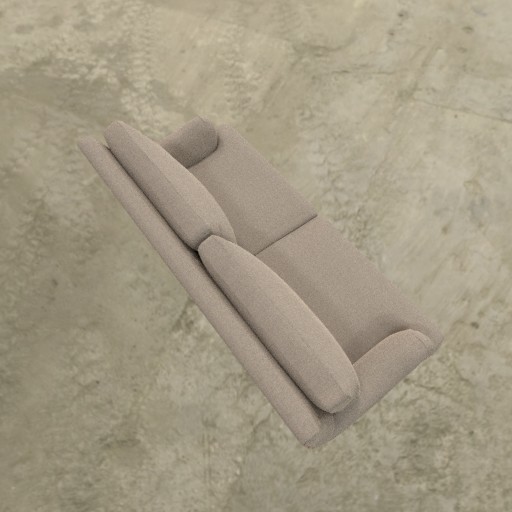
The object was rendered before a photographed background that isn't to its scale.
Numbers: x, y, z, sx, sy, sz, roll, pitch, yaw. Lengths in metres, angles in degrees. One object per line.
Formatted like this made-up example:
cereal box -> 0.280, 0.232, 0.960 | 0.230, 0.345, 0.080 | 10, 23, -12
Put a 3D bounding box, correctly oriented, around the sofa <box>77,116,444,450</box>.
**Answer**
sofa -> 0.000, 0.000, 2.728 | 1.087, 1.054, 2.160 | -33, 64, -18
